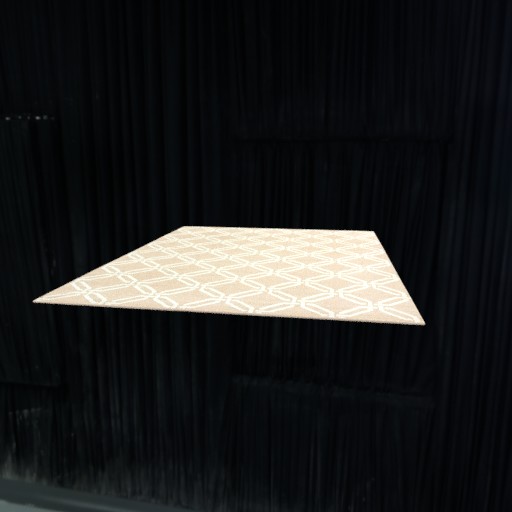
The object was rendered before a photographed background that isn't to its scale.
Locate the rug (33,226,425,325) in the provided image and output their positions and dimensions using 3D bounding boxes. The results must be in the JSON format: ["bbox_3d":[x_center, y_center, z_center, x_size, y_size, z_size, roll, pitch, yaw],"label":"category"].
[{"bbox_3d":[0.000,0.000,3.910,2.288,0.018,2.895,2,13,9],"label":"rug"}]
